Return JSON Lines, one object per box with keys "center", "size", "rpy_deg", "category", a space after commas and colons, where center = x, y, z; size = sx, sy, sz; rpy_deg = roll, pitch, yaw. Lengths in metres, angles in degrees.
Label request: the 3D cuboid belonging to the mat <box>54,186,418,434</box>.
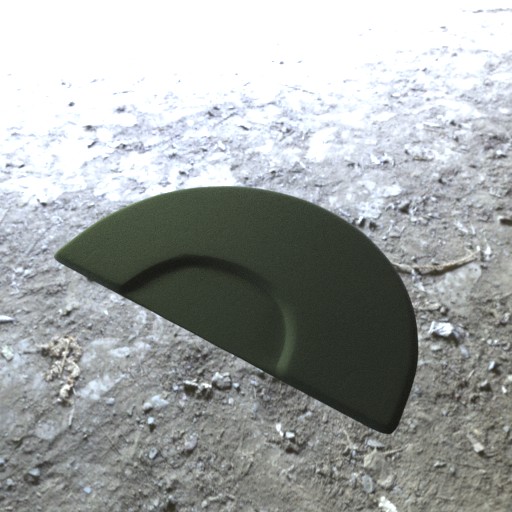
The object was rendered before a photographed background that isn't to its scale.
{"center": [0.000, 0.000, 1.904], "size": [1.525, 0.022, 0.917], "rpy_deg": [23, 50, 21], "category": "mat"}
